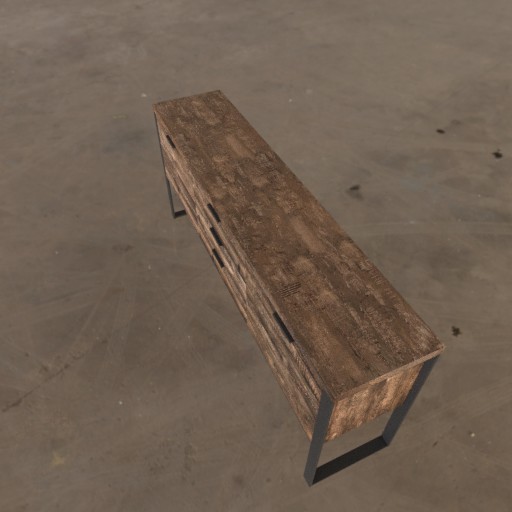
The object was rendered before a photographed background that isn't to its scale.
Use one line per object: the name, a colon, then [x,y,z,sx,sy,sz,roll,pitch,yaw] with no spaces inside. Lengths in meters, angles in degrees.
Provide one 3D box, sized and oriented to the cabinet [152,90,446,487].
cabinet: [0.000,0.000,2.080,0.395,0.762,1.800,-18,49,-17]
